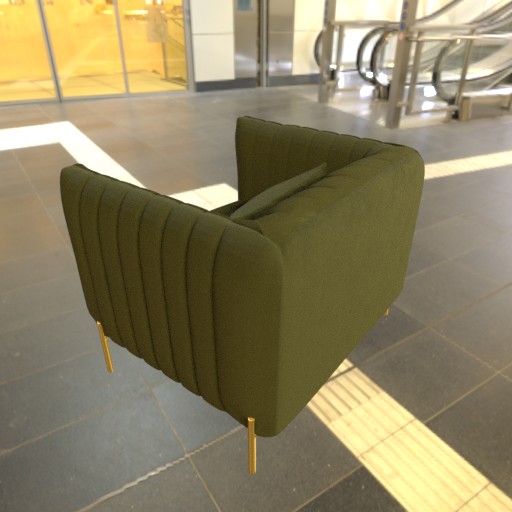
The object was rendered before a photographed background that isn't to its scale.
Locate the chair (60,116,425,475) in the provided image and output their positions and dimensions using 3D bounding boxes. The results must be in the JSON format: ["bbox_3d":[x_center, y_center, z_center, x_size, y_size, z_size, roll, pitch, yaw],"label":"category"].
[{"bbox_3d":[0.000,0.000,1.666,0.877,0.794,1.032,21,36,32],"label":"chair"}]
